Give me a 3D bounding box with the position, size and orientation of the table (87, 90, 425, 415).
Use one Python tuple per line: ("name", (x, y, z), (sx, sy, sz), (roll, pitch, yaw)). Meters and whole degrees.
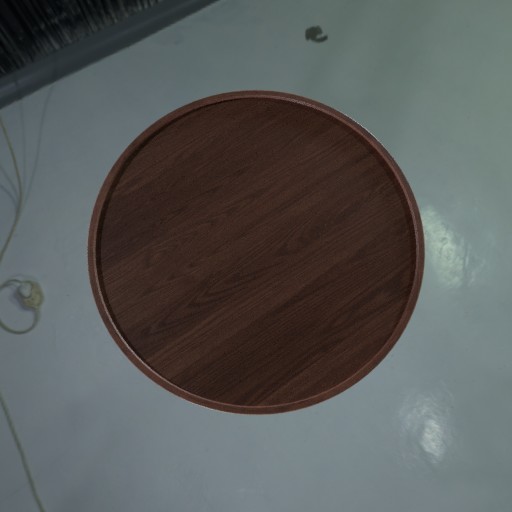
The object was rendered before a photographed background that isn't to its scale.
("table", (0.000, 0.000, 1.227), (0.800, 0.360, 0.800), (0, 75, 0))
